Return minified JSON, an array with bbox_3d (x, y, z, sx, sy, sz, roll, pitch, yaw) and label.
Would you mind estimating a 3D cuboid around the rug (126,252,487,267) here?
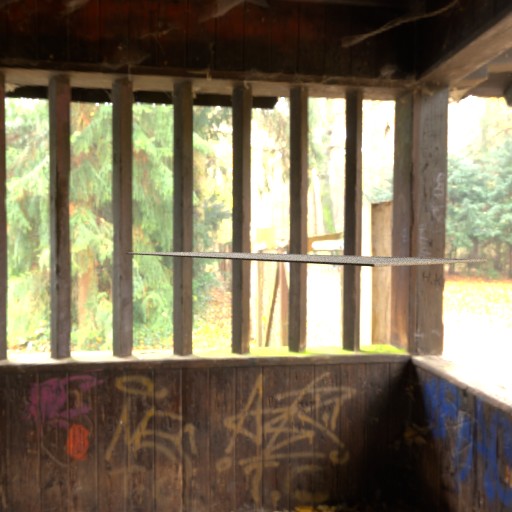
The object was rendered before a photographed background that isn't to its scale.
[{"bbox_3d":[0.000,0.000,2.723,0.769,0.012,2.448,-1,2,-36],"label":"rug"}]
